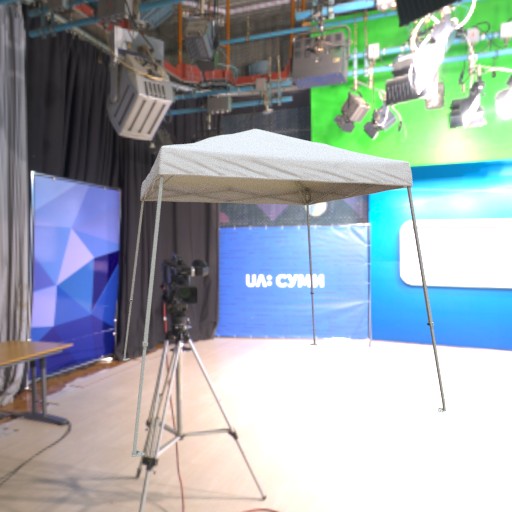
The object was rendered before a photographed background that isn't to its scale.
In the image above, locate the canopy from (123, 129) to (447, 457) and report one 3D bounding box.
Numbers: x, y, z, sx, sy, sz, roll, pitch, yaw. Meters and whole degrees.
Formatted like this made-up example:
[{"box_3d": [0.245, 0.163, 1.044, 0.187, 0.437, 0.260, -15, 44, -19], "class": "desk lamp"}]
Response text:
[{"box_3d": [0.000, 0.000, 5.020, 2.850, 2.850, 2.849, -1, 2, -18], "class": "canopy"}]
